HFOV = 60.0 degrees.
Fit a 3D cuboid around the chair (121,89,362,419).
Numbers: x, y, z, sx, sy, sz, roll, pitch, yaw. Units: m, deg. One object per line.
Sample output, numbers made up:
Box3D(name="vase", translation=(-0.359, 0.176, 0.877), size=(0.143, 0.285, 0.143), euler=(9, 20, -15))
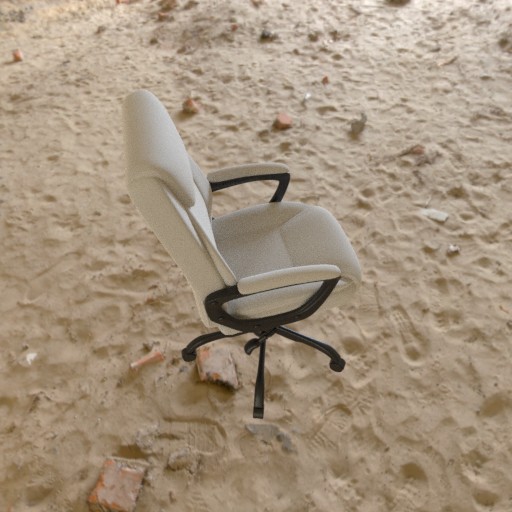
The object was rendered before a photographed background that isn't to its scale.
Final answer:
Box3D(name="chair", translation=(0.000, 0.000, 1.479), size=(0.669, 1.065, 0.663), euler=(-10, 47, -9))
